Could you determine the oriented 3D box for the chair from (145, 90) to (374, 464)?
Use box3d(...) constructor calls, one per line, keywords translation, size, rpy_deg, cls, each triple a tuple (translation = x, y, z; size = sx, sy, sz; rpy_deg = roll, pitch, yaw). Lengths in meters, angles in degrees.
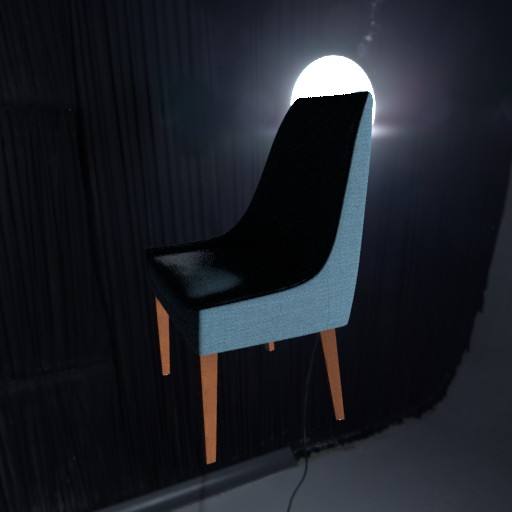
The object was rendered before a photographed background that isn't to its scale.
box3d(translation=(0.000, 0.000, 1.235), size=(0.544, 0.861, 0.529), rpy_deg=(-8, 18, -24), cls="chair")
